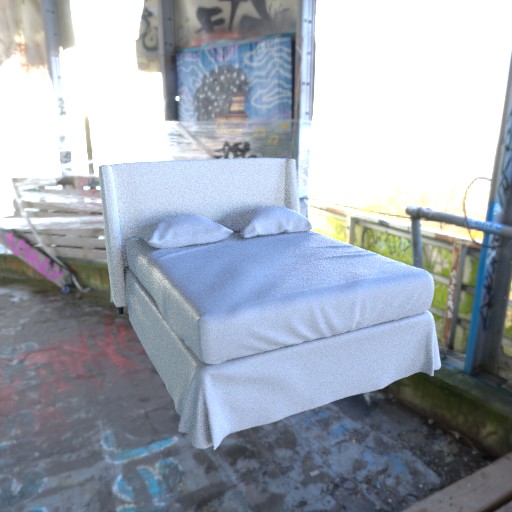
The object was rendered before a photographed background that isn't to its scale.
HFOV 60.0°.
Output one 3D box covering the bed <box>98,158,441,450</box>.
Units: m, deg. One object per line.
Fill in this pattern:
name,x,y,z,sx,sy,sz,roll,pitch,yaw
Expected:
bed,0.000,0.000,3.413,1.925,1.332,2.276,-8,18,-25
